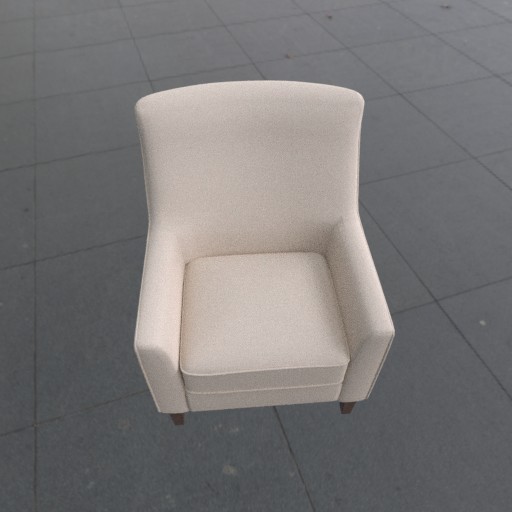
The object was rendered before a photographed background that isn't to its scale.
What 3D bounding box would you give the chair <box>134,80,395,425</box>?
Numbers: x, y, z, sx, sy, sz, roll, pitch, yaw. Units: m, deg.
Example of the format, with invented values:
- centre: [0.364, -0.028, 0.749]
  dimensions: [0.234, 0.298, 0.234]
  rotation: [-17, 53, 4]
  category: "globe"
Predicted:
- centre: [0.000, 0.000, 1.584]
  dimensions: [0.756, 0.916, 0.879]
  rotation: [-3, 47, -3]
  category: "chair"
